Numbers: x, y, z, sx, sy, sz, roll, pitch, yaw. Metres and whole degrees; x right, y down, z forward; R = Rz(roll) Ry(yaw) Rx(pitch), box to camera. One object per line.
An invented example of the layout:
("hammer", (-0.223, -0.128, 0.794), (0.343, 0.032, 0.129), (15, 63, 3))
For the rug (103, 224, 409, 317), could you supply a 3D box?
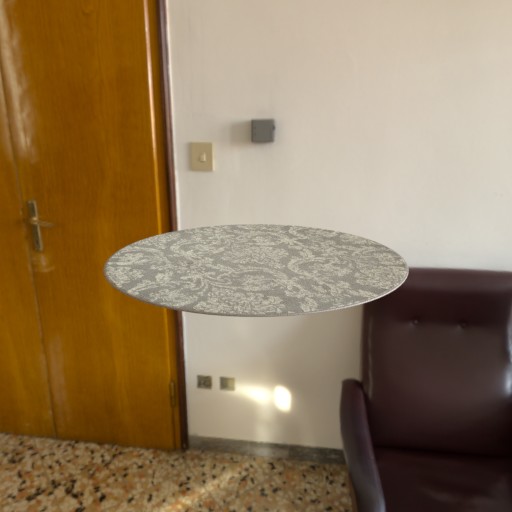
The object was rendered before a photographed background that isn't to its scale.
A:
("rug", (0.000, 0.000, 2.437), (1.593, 0.012, 1.593), (0, 17, 0))
